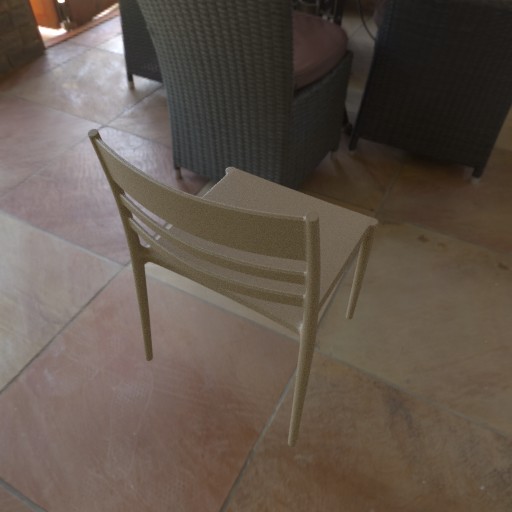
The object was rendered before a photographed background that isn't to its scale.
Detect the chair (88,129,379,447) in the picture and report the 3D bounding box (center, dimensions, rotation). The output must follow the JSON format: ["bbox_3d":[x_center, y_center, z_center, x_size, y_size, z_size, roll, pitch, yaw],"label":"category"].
[{"bbox_3d":[0.000,0.000,1.151,0.531,0.800,0.511,24,51,21],"label":"chair"}]
